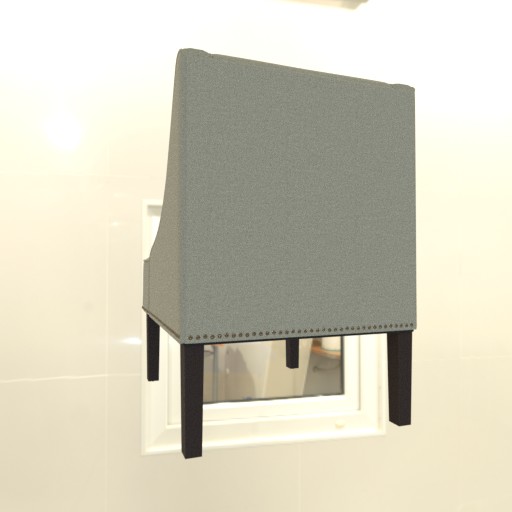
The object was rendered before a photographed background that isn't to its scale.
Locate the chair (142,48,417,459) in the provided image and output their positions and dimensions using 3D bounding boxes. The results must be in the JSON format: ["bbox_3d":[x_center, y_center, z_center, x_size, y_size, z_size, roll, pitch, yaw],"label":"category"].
[{"bbox_3d":[0.000,0.000,1.348,0.610,0.864,0.737,0,-1,-20],"label":"chair"}]
